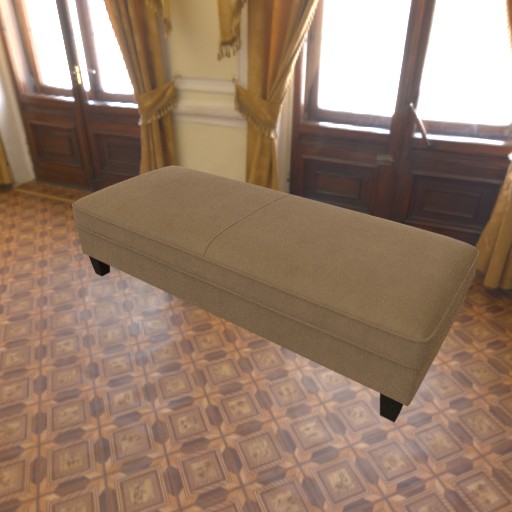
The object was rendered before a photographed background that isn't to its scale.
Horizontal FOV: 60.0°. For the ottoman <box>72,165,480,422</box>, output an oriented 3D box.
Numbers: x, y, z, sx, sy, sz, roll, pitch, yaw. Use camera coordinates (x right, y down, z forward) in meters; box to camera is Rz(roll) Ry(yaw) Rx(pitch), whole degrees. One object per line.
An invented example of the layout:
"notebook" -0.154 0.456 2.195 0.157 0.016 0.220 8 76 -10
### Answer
"ottoman" 0.000 0.000 2.019 1.726 0.460 0.735 20 36 30
